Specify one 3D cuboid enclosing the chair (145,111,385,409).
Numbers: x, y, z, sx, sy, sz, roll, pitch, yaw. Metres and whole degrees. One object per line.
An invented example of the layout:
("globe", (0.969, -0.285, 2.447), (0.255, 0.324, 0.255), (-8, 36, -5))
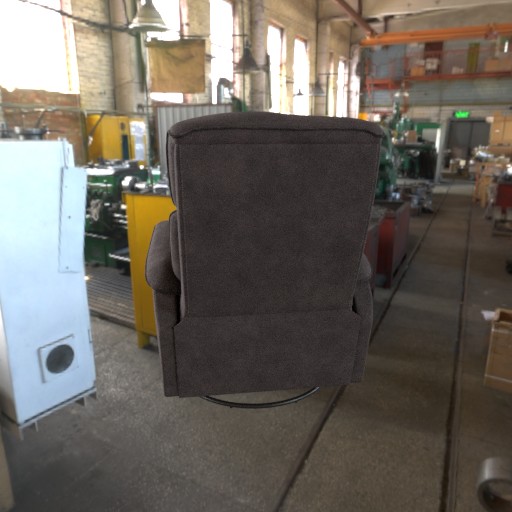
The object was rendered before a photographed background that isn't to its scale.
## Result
("chair", (0.000, 0.000, 1.725), (0.830, 1.035, 1.009), (-2, 16, -7))
